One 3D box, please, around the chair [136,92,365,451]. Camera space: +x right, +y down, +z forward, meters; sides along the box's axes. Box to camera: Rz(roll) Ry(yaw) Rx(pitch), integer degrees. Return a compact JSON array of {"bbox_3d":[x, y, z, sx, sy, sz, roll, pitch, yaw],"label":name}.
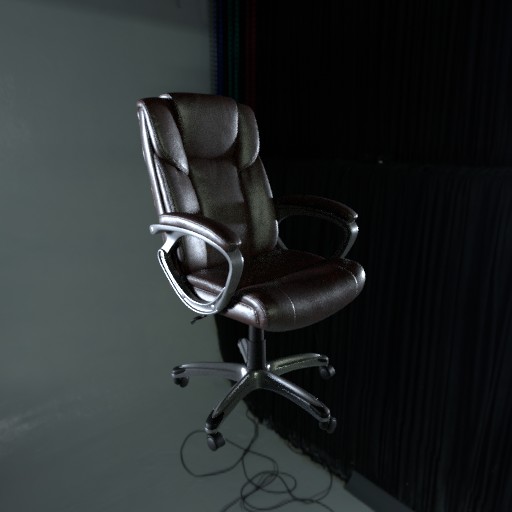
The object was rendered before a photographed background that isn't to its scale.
[{"bbox_3d":[0.000,0.000,1.581,0.692,1.128,0.656,14,21,42],"label":"chair"}]
